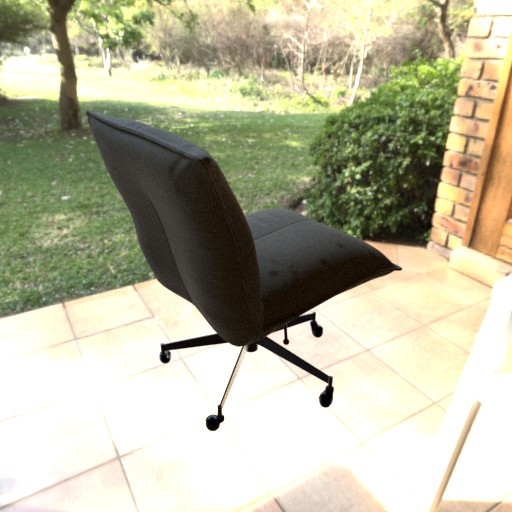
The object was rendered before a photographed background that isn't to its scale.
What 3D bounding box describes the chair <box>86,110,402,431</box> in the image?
[{"bbox_3d":[0.000,0.000,1.297,0.696,0.811,0.597,-18,32,-32],"label":"chair"}]
